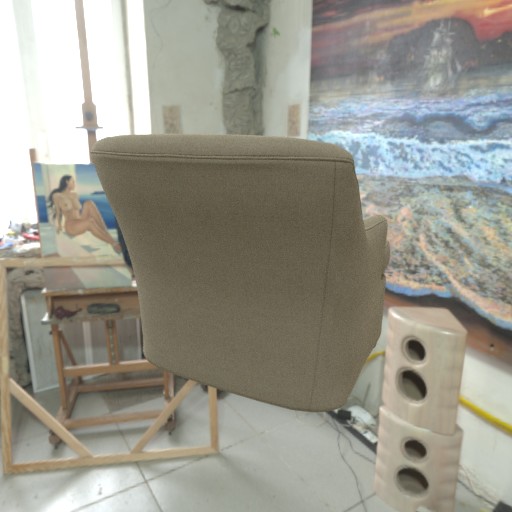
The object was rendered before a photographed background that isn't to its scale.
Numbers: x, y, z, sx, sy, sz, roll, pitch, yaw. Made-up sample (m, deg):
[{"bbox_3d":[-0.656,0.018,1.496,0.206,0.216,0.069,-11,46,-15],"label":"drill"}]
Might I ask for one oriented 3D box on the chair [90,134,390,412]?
[{"bbox_3d":[0.000,0.000,1.601,0.864,0.856,0.923,8,18,27],"label":"chair"}]
